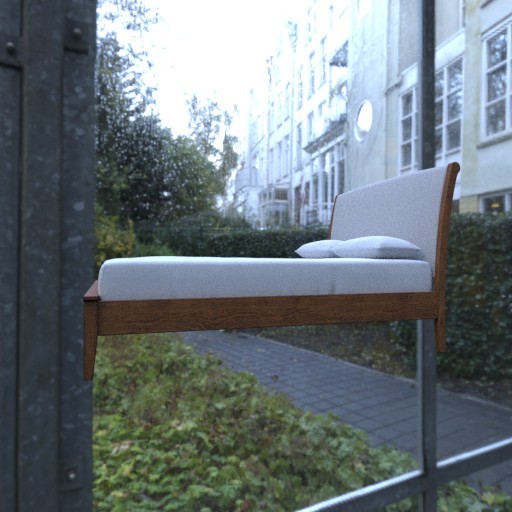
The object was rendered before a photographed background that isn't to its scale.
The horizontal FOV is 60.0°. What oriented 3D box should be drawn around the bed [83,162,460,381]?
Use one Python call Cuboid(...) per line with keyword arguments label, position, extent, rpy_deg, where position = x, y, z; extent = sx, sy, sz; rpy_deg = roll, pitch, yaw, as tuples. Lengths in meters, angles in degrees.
Cuboid(label="bed", position=(0.000, 0.000, 3.017), extent=(2.108, 1.135, 1.502), rpy_deg=(0, 0, -18))
